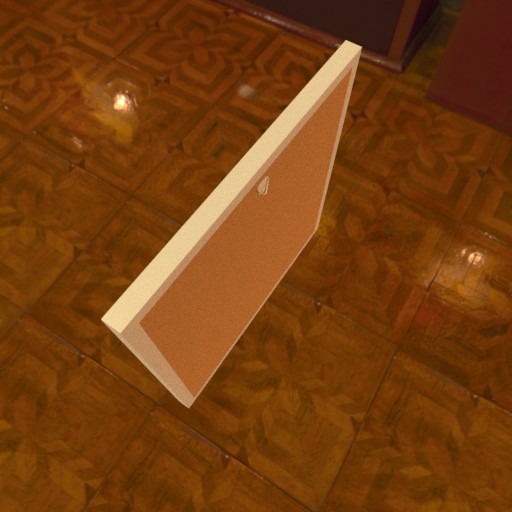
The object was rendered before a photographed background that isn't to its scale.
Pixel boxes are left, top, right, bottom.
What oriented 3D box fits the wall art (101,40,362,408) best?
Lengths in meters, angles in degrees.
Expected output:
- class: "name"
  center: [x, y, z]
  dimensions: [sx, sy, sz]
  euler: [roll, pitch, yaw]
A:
- class: "wall art"
  center: [0.000, 0.000, 1.144]
  dimensions: [0.050, 0.762, 0.761]
  euler: [31, 67, 15]
